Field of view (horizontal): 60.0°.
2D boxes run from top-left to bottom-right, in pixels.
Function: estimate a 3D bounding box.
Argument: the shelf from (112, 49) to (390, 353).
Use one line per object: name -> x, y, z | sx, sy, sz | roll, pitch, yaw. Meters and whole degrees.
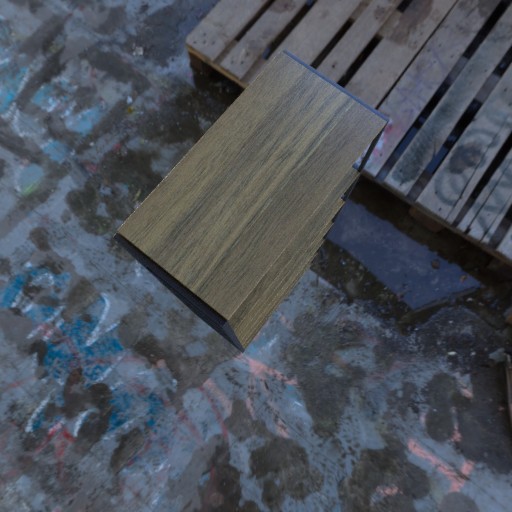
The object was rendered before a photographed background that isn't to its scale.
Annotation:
shelf -> 0.000, 0.000, 2.339 | 0.431, 2.015, 0.847 | 37, 79, 9
